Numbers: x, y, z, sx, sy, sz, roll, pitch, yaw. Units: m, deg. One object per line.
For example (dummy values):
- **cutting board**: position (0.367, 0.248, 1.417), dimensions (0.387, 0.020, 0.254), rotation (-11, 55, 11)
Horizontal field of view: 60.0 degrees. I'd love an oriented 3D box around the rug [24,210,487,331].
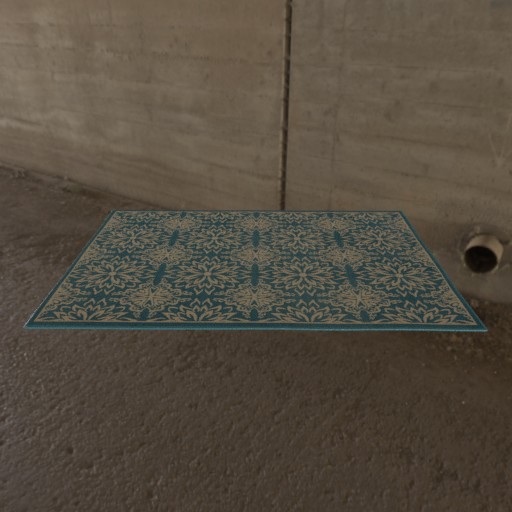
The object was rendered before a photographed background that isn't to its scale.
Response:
- **rug**: position (0.000, 0.000, 2.279), dimensions (1.833, 0.012, 1.211), rotation (0, 28, 0)
